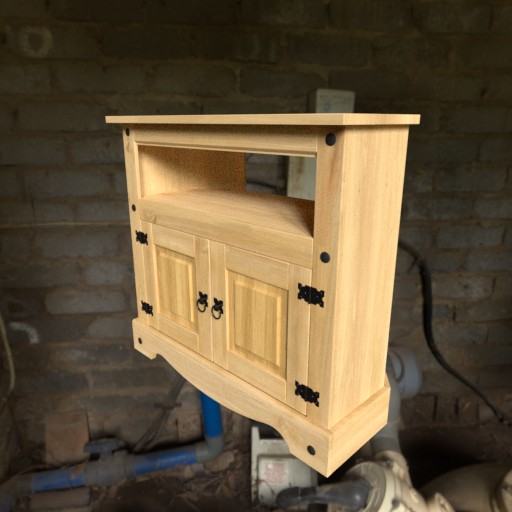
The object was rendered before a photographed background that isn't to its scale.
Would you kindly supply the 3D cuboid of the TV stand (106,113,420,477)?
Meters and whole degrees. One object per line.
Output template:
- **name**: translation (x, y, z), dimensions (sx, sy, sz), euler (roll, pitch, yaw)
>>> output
- **TV stand**: translation (0.000, 0.000, 1.295), dimensions (0.425, 0.781, 0.851), euler (-16, 23, -42)
